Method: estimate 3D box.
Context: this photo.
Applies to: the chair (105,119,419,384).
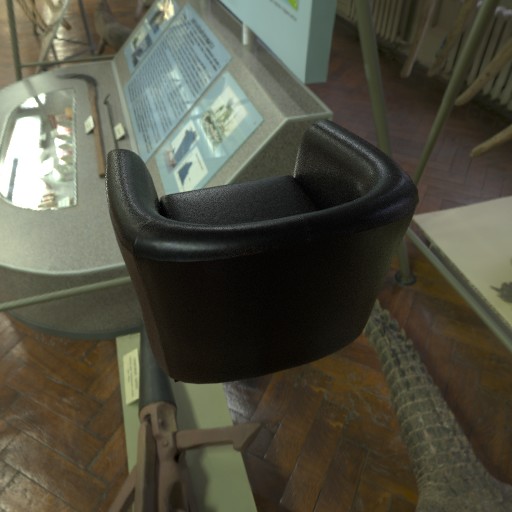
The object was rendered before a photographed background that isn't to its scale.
[{"bbox_3d":[0.000,0.000,1.397,0.793,0.756,0.727,-12,43,-13],"label":"chair"}]
